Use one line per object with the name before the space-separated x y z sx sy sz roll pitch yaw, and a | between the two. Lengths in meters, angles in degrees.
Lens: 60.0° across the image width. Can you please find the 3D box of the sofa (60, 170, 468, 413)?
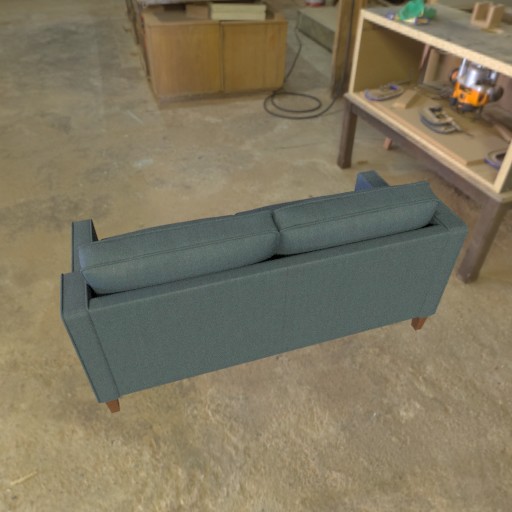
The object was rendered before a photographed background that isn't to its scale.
sofa | 0.000 0.000 2.844 2.178 1.071 1.066 -12 42 -13
